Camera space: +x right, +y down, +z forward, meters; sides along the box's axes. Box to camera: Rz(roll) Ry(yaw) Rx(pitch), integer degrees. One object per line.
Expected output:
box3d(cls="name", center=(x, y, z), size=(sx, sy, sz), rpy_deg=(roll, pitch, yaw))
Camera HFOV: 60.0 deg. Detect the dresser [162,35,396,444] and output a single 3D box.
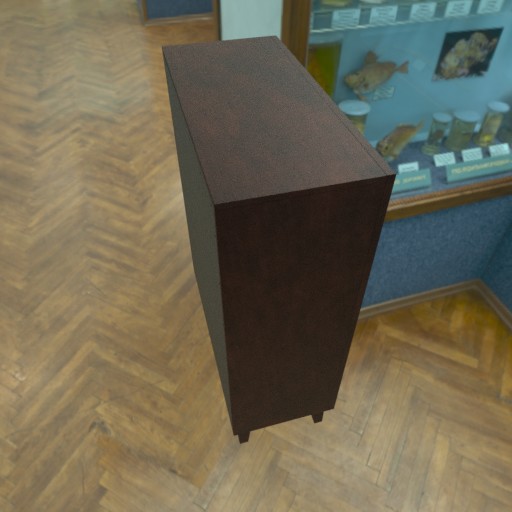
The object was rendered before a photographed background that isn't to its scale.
box3d(cls="dresser", center=(0.000, 0.000, 2.022), size=(0.506, 1.514, 1.072), rpy_deg=(-11, 46, -11))
